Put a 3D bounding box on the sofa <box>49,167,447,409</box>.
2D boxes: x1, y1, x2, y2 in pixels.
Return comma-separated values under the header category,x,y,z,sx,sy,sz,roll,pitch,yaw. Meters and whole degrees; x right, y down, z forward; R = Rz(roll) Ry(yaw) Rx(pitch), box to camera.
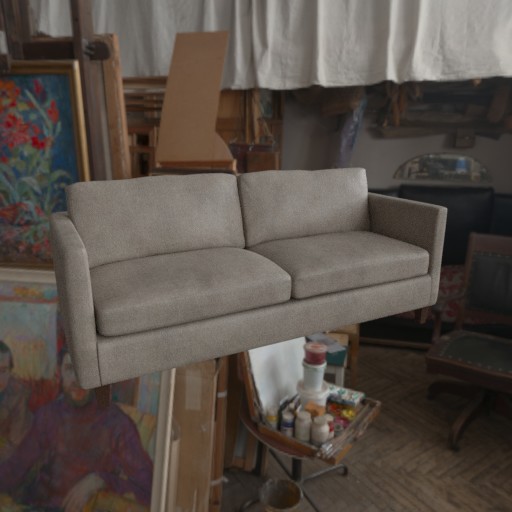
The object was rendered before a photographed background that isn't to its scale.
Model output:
category,x,y,z,sx,sy,sz,roll,pitch,yaw
sofa,0.000,0.000,2.687,2.208,0.965,0.951,-8,18,-26
